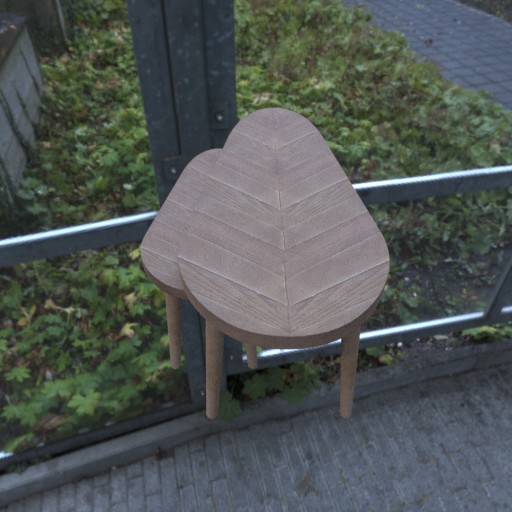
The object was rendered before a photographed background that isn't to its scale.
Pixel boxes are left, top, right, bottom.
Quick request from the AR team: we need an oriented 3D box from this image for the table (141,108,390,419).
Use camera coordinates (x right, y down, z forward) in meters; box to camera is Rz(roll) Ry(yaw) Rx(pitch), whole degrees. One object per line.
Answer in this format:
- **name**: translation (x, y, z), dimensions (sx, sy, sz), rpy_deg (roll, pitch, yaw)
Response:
- **table**: translation (0.000, 0.000, 1.601), dimensions (0.701, 0.595, 1.190), rpy_deg (0, 42, 0)
